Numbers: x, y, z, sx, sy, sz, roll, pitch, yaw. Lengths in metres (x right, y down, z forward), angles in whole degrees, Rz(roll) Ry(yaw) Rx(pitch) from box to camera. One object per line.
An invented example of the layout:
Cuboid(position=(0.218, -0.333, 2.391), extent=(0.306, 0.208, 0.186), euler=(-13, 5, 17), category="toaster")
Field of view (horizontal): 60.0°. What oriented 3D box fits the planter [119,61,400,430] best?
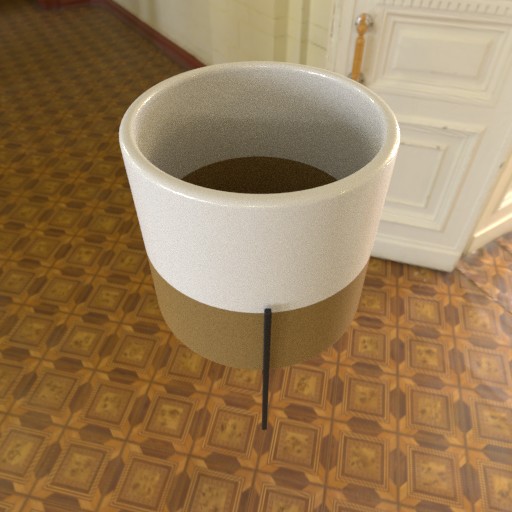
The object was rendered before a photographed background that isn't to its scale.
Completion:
Cuboid(position=(0.000, 0.000, 0.633), extent=(0.310, 0.432, 0.310), euler=(9, 46, 8), category="planter")
